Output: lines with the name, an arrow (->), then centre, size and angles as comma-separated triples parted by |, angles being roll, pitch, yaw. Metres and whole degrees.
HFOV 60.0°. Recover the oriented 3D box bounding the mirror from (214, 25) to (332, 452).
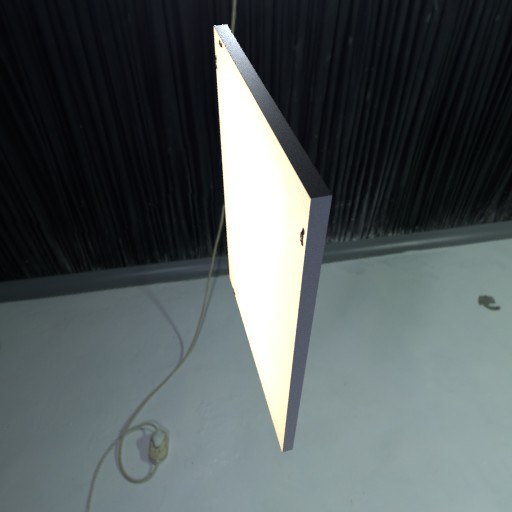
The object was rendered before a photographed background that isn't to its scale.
mirror -> 0.000, 0.000, 1.295 | 0.040, 1.016, 0.762 | -11, 47, -10
